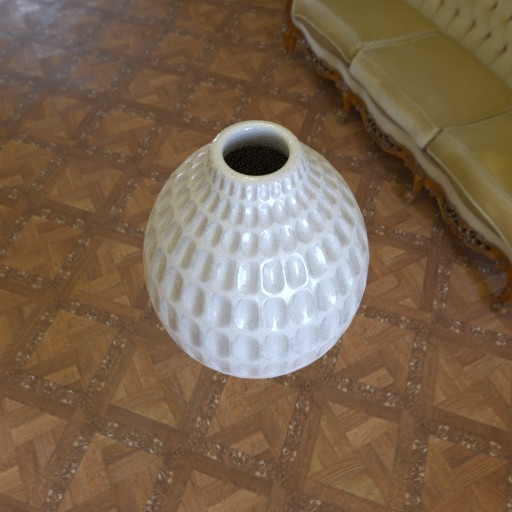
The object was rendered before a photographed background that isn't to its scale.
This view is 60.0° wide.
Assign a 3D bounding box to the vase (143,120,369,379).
[{"bbox_3d":[0.000,0.000,0.257,0.128,0.167,0.128,0,57,0],"label":"vase"}]
